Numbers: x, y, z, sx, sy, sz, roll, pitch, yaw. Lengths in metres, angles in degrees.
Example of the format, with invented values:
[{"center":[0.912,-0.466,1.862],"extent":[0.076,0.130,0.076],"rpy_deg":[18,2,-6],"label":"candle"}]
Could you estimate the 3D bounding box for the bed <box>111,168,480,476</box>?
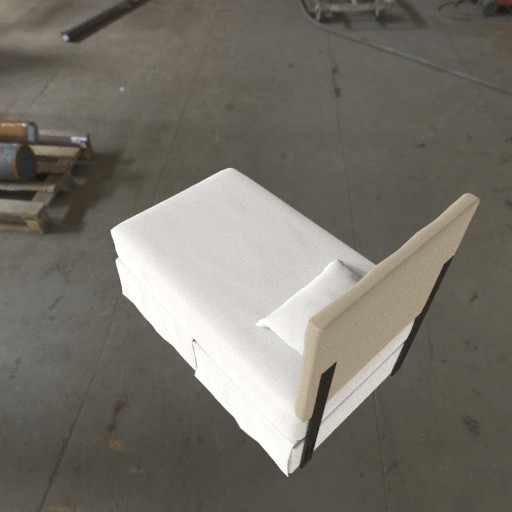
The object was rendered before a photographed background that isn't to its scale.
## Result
[{"center":[0.000,0.000,2.920],"extent":[1.261,1.571,1.997],"rpy_deg":[-33,55,-27],"label":"bed"}]
